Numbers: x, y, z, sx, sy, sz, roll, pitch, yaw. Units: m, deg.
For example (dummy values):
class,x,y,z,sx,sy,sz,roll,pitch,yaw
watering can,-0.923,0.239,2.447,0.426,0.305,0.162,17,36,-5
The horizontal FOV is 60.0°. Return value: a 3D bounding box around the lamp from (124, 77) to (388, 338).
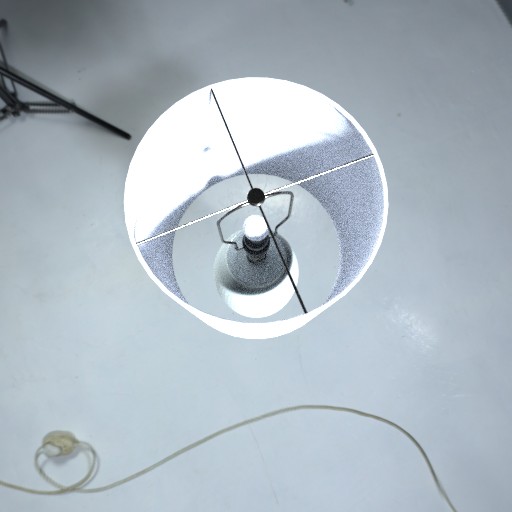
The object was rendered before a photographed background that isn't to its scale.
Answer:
class,x,y,z,sx,sy,sz,roll,pitch,yaw
lamp,0.000,0.000,0.584,0.217,0.453,0.217,-21,78,-5
